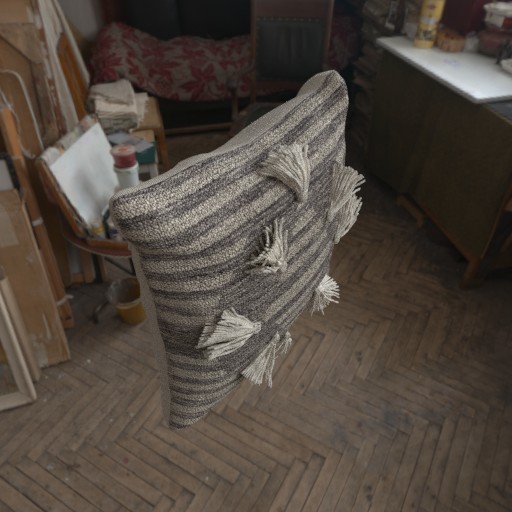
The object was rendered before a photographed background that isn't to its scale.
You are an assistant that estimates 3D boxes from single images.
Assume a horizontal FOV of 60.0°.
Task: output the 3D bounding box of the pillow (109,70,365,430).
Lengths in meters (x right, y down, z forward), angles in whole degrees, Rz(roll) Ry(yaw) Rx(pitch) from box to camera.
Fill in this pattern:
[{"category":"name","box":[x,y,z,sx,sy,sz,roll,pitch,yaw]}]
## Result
[{"category":"pillow","box":[0.000,0.000,0.757,0.234,0.490,0.484,26,48,26]}]
